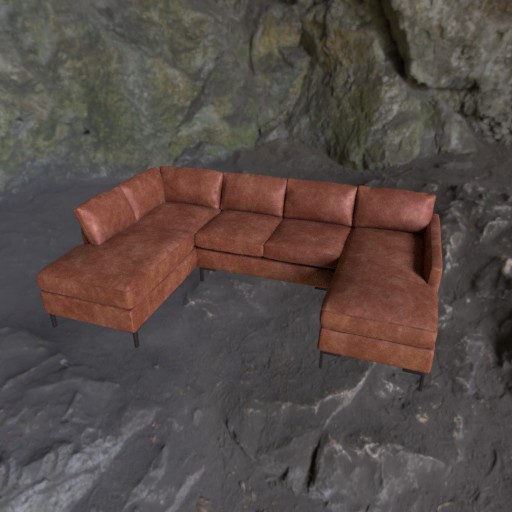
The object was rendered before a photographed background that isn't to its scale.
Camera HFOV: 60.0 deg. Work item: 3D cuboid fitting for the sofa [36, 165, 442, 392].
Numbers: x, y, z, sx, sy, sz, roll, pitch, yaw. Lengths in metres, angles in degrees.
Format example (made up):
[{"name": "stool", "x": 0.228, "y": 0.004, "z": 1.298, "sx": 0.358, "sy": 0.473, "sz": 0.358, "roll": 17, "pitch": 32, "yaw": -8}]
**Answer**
[{"name": "sofa", "x": 0.000, "y": 0.000, "z": 3.809, "sx": 2.956, "sy": 0.900, "sz": 1.939, "roll": 9, "pitch": 29, "yaw": 17}]
